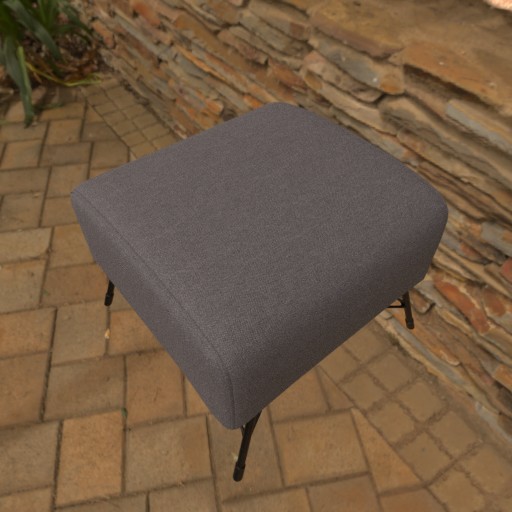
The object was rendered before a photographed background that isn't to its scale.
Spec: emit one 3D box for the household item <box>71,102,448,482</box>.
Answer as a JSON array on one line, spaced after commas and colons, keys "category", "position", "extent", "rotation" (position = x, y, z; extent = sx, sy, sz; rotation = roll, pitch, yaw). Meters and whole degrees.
[{"category": "household item", "position": [0.000, 0.000, 0.906], "extent": [0.530, 0.410, 0.530], "rotation": [-31, 55, -26]}]
